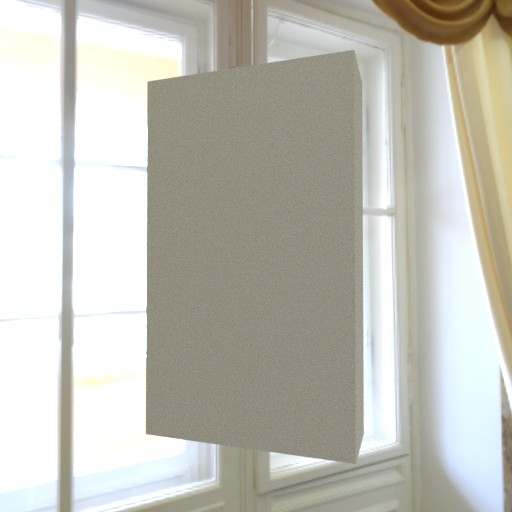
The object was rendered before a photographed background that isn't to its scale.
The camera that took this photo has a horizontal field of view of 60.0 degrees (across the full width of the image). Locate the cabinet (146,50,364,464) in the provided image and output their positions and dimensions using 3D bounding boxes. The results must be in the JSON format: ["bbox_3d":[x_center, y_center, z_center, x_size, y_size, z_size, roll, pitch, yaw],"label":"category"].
[{"bbox_3d":[0.000,0.000,2.729,1.250,2.160,0.480,0,-1,19],"label":"cabinet"}]
